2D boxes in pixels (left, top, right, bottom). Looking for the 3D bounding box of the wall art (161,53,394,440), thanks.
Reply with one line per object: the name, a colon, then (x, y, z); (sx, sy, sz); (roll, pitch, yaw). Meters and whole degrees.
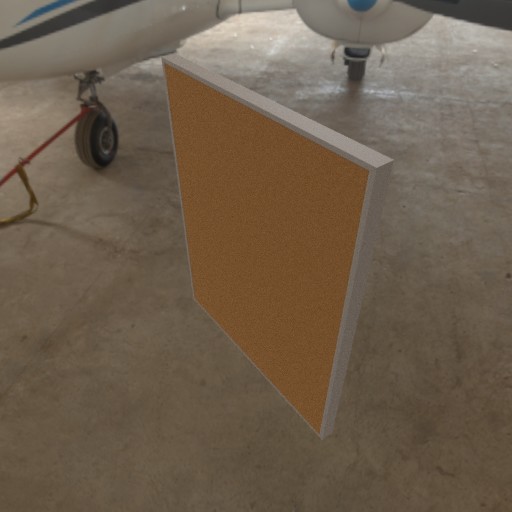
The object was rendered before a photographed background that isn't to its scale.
wall art: (0.000, 0.000, 1.050); (0.055, 0.763, 0.611); (-27, 47, -27)
